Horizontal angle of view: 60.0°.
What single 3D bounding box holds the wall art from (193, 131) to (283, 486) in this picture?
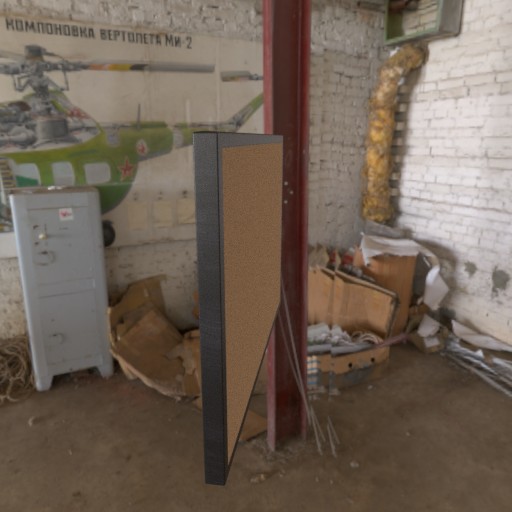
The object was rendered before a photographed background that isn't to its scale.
[{"bbox_3d":[0.000,0.000,1.149,0.038,0.612,0.912,2,15,9],"label":"wall art"}]
